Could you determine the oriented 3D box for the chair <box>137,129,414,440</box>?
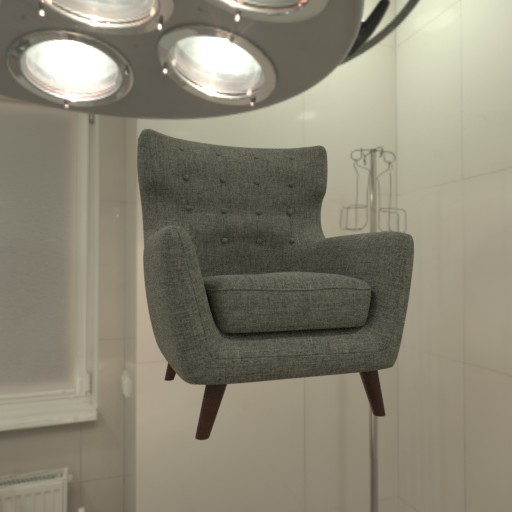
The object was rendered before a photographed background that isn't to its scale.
[{"bbox_3d":[0.000,0.000,1.753,0.878,1.063,0.904,0,-1,-19],"label":"chair"}]
